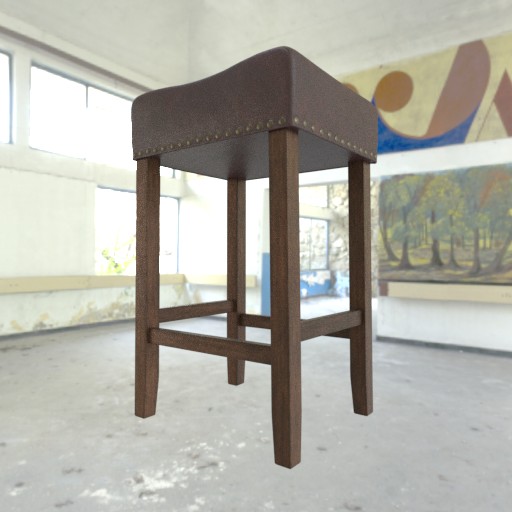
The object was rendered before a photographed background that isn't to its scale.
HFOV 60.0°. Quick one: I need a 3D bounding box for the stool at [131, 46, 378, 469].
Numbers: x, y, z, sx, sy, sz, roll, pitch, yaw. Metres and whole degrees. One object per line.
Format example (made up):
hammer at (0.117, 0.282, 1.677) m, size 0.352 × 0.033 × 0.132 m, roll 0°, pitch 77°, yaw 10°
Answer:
stool at (0.000, 0.000, 1.075) m, size 0.465 × 0.769 × 0.401 m, roll 0°, pitch 0°, yaw 37°
